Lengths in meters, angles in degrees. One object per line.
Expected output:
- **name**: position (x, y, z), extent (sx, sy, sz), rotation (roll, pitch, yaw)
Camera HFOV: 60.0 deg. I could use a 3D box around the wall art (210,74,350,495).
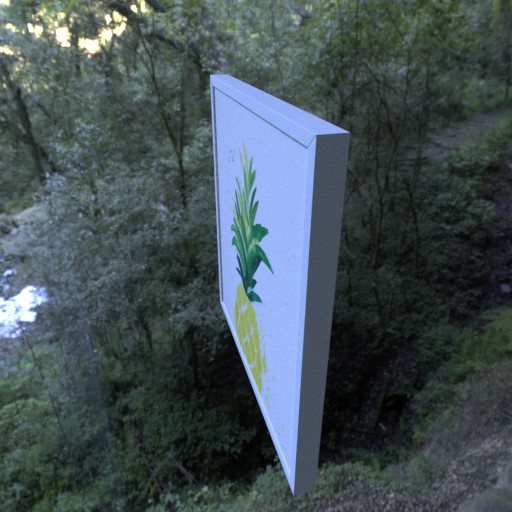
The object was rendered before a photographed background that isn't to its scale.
- **wall art**: position (0.000, 0.000, 0.442), extent (0.020, 0.307, 0.307), rotation (-8, 29, -14)
